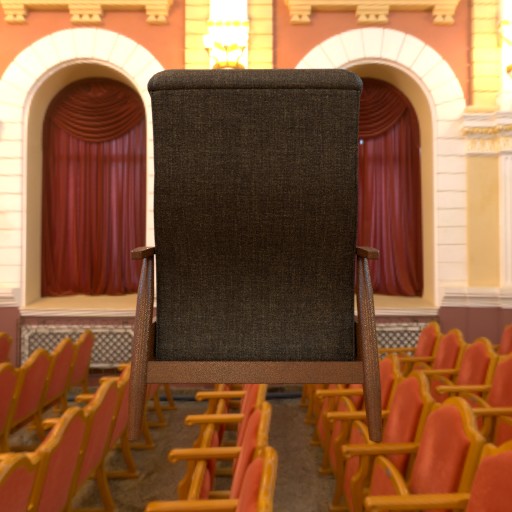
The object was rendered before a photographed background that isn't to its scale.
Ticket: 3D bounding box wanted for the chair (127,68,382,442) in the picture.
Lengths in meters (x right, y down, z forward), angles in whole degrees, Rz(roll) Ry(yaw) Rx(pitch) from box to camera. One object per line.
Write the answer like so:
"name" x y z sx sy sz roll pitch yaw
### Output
"chair" 0.000 0.000 1.767 0.762 1.082 1.014 0 -1 1
